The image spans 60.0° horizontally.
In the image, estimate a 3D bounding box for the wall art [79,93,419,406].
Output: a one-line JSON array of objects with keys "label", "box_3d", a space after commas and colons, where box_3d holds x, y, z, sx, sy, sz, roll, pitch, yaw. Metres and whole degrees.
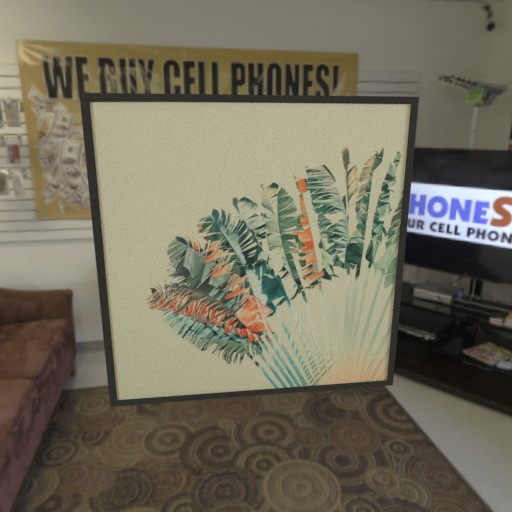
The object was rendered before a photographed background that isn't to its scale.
[{"label": "wall art", "box_3d": [0.000, 0.000, 0.743, 0.509, 0.507, 0.037, -2, 15, -7]}]
